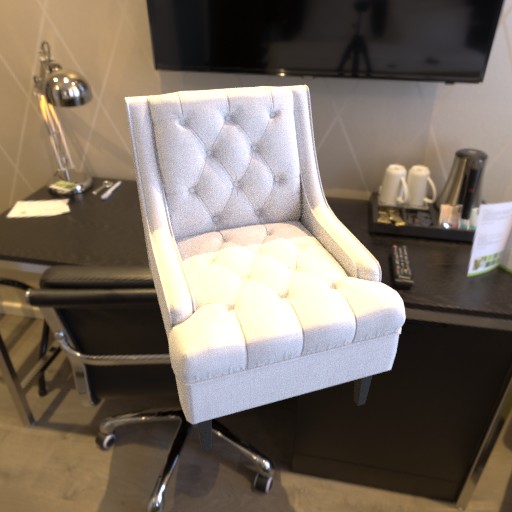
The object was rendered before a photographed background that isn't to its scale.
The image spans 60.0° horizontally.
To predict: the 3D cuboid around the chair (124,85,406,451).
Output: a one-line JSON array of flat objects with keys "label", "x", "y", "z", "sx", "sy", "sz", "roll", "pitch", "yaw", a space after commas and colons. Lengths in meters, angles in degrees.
[{"label": "chair", "x": 0.000, "y": 0.000, "z": 1.417, "sx": 0.658, "sy": 0.891, "sz": 0.772, "roll": -10, "pitch": 33, "yaw": -16}]
